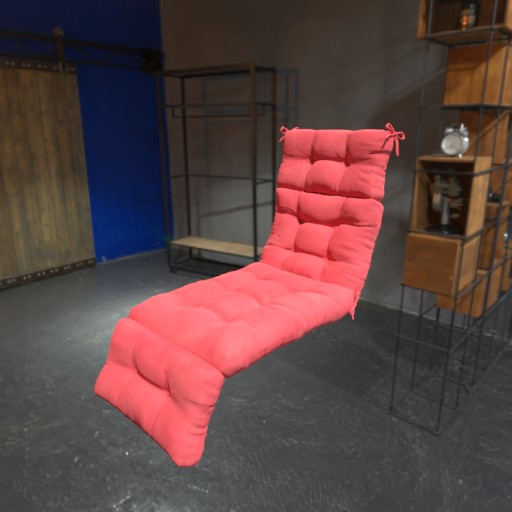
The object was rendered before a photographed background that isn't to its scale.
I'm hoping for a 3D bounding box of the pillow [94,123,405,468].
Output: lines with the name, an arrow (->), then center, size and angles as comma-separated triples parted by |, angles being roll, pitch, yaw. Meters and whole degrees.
pillow -> 0.000, 0.000, 1.498 | 0.526, 0.863, 1.016 | 15, 22, 42
